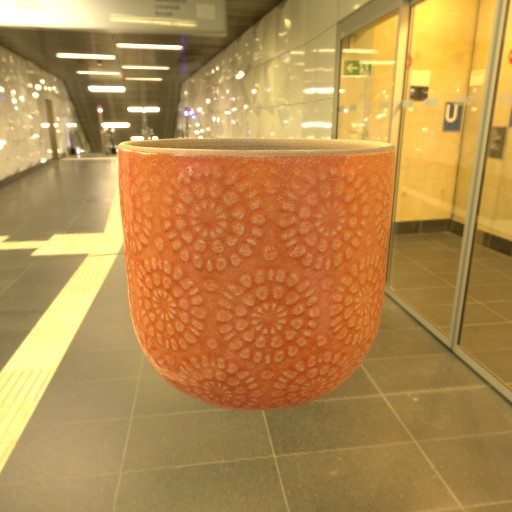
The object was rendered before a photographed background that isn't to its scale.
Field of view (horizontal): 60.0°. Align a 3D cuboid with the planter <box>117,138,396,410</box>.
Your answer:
[{"bbox_3d":[0.000,0.000,0.290,0.170,0.152,0.170,0,17,0],"label":"planter"}]
